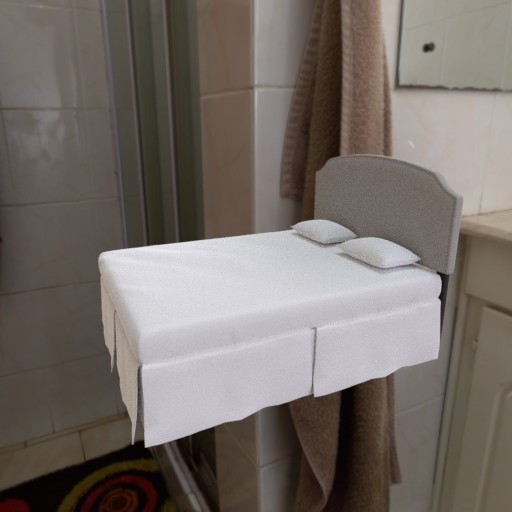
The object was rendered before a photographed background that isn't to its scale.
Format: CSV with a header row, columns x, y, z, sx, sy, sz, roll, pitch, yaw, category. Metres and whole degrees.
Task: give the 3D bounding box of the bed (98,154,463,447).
x,y,z,sx,sy,sz,roll,pitch,yaw,category
0.000,0.000,2.986,1.999,1.270,1.558,-8,18,-24,bed
